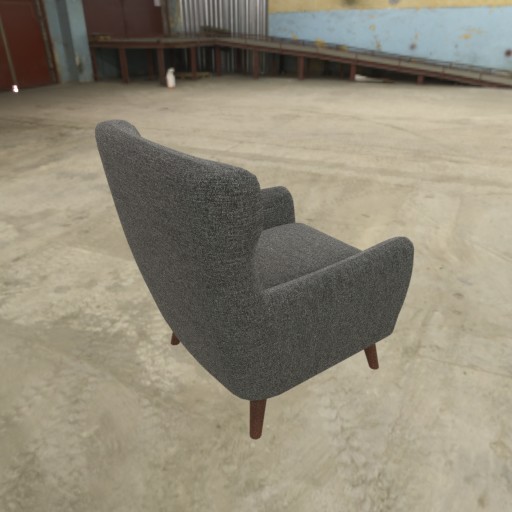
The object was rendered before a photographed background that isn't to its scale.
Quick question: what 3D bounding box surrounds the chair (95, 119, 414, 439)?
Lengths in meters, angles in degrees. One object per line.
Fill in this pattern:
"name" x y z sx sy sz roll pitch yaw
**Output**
"chair" 0.000 0.000 1.767 0.940 1.039 0.889 -18 32 -31
